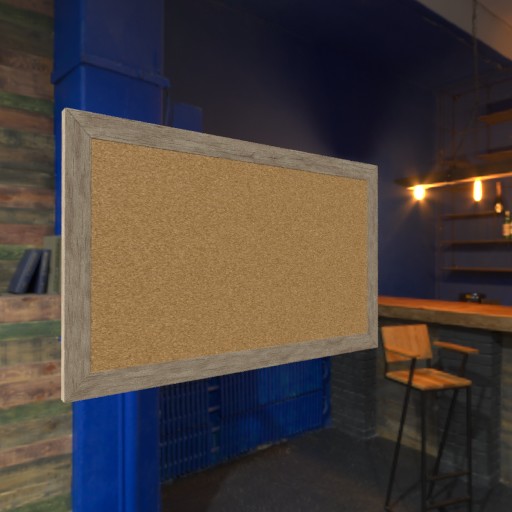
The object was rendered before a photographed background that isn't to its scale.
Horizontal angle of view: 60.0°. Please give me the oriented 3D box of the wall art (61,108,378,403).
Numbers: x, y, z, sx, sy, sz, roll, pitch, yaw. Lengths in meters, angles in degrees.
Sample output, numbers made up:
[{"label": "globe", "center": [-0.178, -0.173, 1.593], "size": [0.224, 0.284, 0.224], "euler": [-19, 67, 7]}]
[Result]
[{"label": "wall art", "center": [0.000, 0.000, 0.955], "size": [0.780, 0.480, 0.021], "euler": [0, 0, -36]}]
